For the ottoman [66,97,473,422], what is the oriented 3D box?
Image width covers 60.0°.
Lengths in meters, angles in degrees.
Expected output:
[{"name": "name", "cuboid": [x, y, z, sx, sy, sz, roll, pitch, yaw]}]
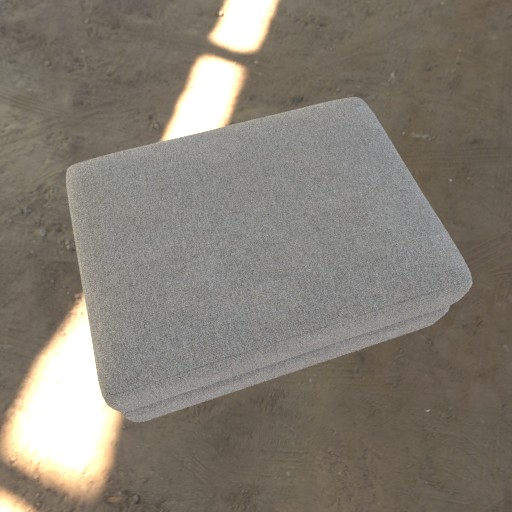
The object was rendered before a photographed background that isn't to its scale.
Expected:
[{"name": "ottoman", "cuboid": [0.000, 0.000, 1.178, 0.821, 0.441, 0.611, -16, 64, -8]}]
